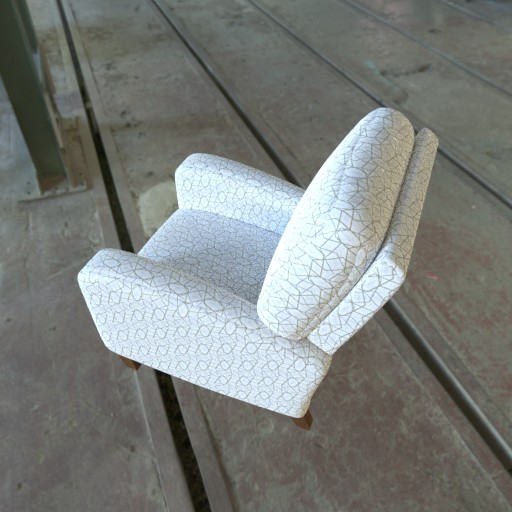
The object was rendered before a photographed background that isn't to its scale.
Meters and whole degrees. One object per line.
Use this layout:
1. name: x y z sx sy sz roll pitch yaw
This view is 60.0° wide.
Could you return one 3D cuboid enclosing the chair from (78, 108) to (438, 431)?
1. chair: 0.000 0.000 1.637 0.995 1.064 0.796 17 48 16
